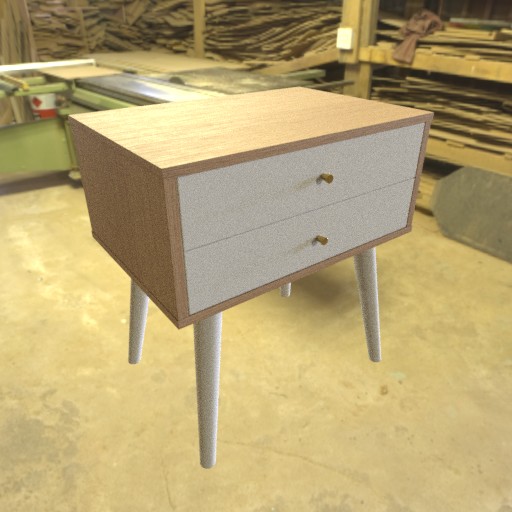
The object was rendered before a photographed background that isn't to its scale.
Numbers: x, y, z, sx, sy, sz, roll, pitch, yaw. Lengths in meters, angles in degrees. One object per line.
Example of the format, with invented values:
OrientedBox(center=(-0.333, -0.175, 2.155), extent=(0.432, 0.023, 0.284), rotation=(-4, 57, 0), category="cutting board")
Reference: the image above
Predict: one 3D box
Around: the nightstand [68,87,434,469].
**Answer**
OrientedBox(center=(0.000, 0.000, 0.981), extent=(0.571, 0.610, 0.407), rotation=(-20, 35, -31), category="nightstand")
